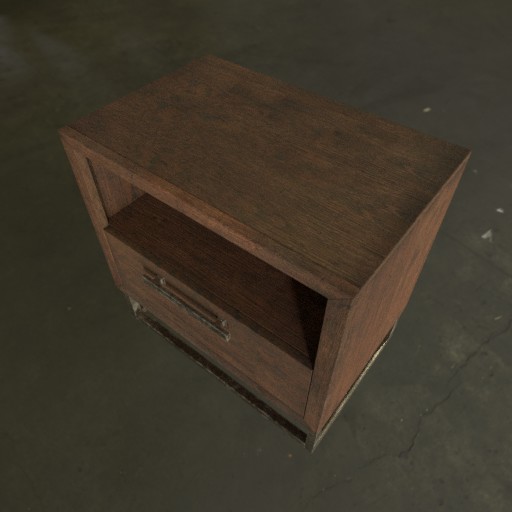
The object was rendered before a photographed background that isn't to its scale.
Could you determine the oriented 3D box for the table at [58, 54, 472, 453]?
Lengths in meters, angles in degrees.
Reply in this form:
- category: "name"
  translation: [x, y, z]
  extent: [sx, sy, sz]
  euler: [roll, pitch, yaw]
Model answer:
- category: "table"
  translation: [0.000, 0.000, 1.247]
  extent: [0.767, 0.746, 0.542]
  euler: [30, 55, 25]
